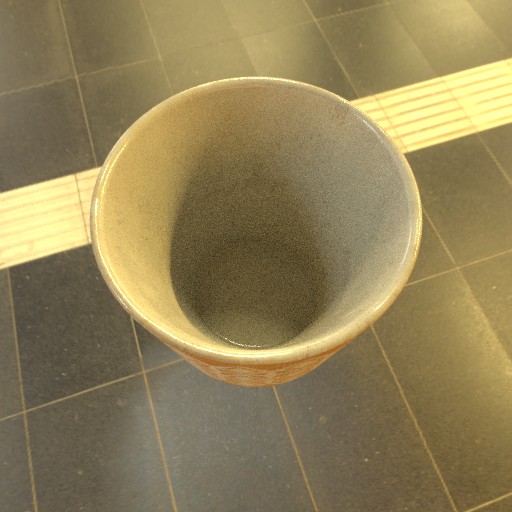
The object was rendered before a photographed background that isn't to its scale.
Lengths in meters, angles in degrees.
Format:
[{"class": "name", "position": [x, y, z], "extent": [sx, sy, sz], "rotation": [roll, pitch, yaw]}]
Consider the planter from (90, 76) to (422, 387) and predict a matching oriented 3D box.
[{"class": "planter", "position": [0.000, 0.000, 0.333], "extent": [0.193, 0.165, 0.193], "rotation": [0, 65, 0]}]
